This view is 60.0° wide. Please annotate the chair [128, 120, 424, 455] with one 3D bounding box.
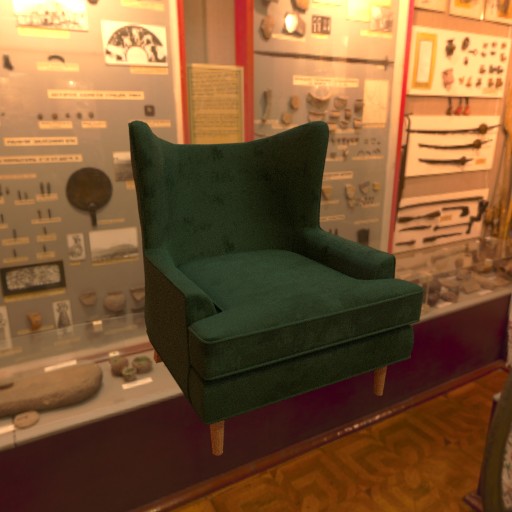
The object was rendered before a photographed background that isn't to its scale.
[{"bbox_3d":[0.000,0.000,1.625,0.793,0.952,0.910,-9,19,-27],"label":"chair"}]
